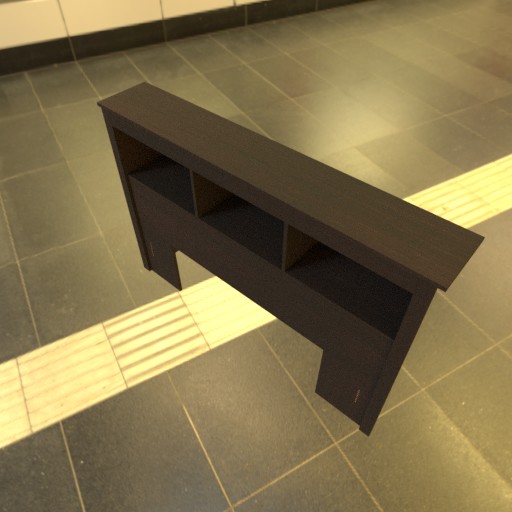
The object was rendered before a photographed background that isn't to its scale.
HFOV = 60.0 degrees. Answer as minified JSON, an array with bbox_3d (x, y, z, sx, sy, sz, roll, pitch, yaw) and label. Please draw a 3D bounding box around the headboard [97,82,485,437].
[{"bbox_3d":[0.000,0.000,2.097,1.671,1.092,0.279,32,54,27],"label":"headboard"}]
